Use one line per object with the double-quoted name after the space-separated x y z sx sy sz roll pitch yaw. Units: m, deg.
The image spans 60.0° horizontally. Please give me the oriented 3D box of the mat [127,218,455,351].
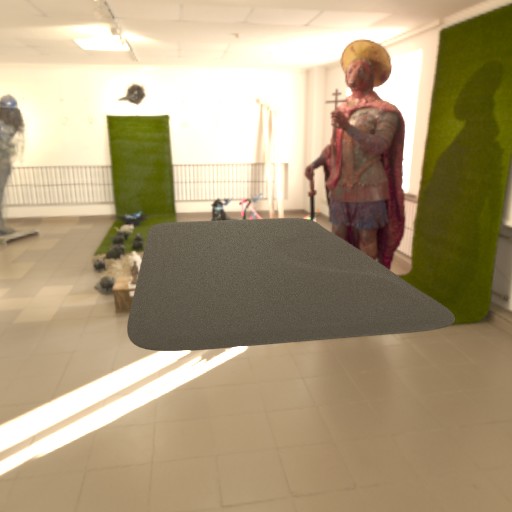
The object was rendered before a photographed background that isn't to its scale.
0.000 0.000 1.824 0.918 0.013 1.524 -3 16 -10 "mat"
